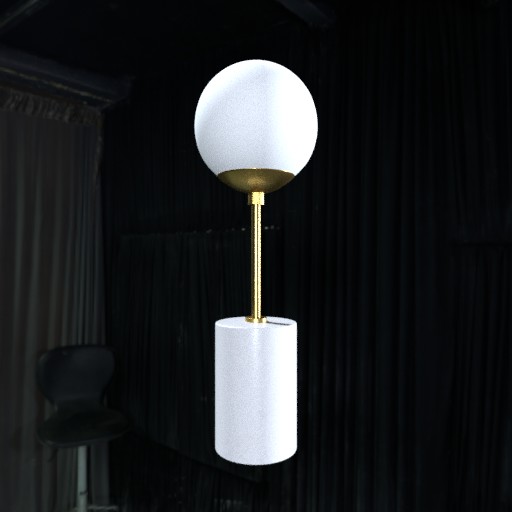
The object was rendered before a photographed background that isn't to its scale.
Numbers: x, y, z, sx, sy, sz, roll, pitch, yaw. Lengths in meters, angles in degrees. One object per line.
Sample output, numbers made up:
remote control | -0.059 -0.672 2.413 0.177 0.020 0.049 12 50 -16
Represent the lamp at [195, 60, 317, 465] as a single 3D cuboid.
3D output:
lamp | 0.000 0.000 0.558 0.153 0.480 0.153 0 0 0
